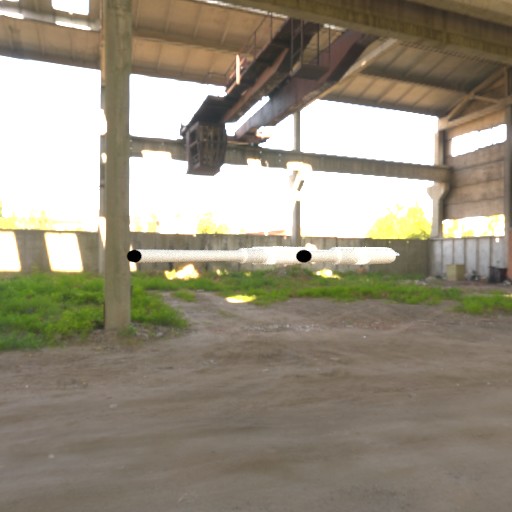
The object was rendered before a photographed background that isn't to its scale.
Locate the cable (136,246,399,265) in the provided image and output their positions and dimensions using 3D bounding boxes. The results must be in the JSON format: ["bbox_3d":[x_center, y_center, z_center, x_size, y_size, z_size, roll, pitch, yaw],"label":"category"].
[{"bbox_3d":[0.000,0.000,0.110,0.040,0.006,0.098,0,0,37],"label":"cable"}]
